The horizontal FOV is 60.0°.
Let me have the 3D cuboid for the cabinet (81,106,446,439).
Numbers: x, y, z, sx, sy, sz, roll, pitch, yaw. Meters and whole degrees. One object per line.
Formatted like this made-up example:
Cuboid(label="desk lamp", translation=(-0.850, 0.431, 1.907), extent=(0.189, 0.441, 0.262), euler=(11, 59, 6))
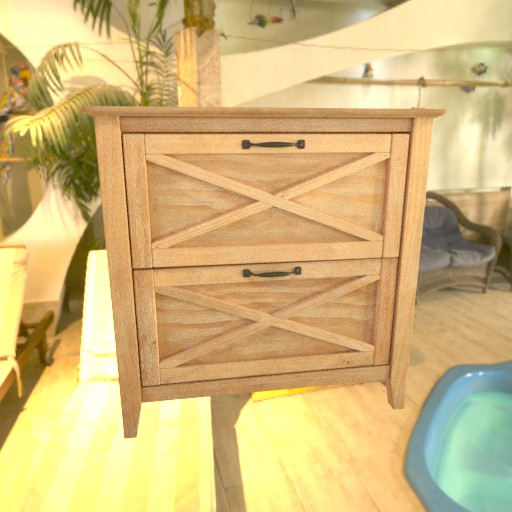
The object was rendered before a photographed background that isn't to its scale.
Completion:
Cuboid(label="cabinet", translation=(0.000, 0.000, 1.238), extent=(0.763, 0.762, 0.503), euler=(-3, 16, -9))
